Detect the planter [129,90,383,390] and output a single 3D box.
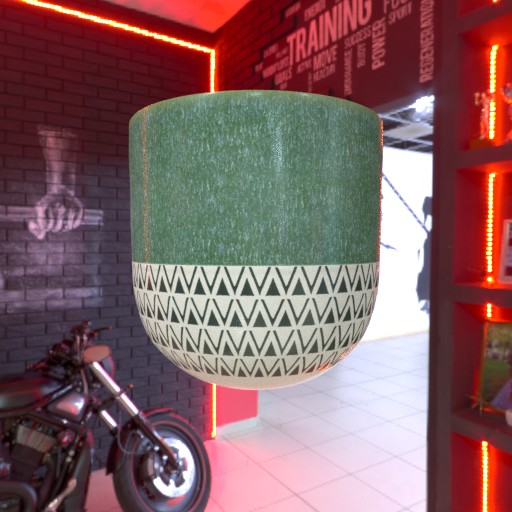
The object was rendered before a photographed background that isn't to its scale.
[{"bbox_3d":[0.000,0.000,0.485,0.266,0.270,0.266,0,1,0],"label":"planter"}]
